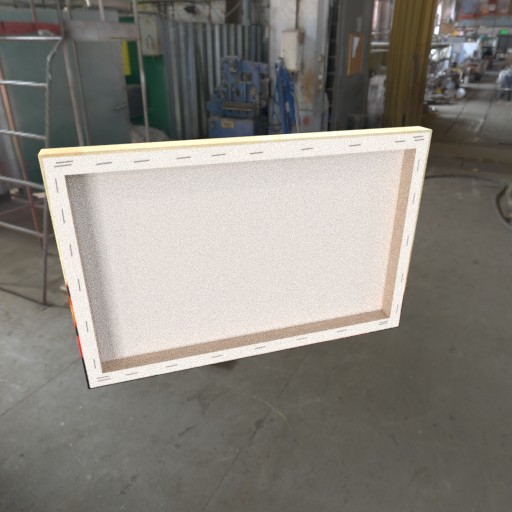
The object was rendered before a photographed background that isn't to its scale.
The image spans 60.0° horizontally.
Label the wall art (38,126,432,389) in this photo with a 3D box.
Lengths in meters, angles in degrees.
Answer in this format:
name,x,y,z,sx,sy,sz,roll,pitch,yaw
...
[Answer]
name,x,y,z,sx,sy,sz,roll,pitch,yaw
wall art,0.000,0.000,0.769,0.613,0.402,0.040,-8,27,-16
